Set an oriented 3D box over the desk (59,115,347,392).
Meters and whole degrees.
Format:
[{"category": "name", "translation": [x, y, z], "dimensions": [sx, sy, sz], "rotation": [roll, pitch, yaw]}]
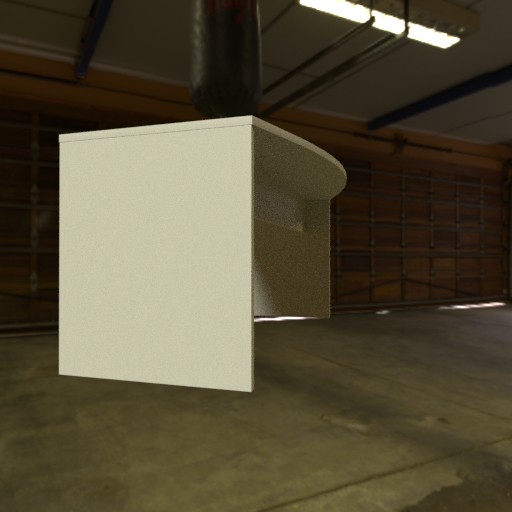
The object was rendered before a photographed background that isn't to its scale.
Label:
[{"category": "desk", "translation": [0.000, 0.000, 2.034], "dimensions": [0.802, 0.750, 1.600], "rotation": [0, 0, 17]}]
